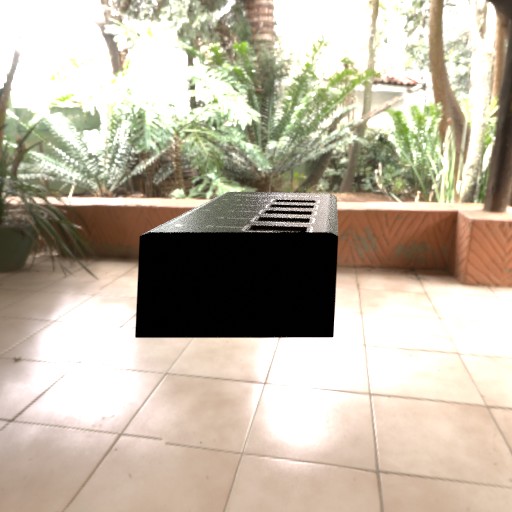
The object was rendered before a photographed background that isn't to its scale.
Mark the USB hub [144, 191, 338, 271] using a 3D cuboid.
[{"bbox_3d":[0.000,0.000,0.124,0.044,0.023,0.110,3,15,9],"label":"USB hub"}]
